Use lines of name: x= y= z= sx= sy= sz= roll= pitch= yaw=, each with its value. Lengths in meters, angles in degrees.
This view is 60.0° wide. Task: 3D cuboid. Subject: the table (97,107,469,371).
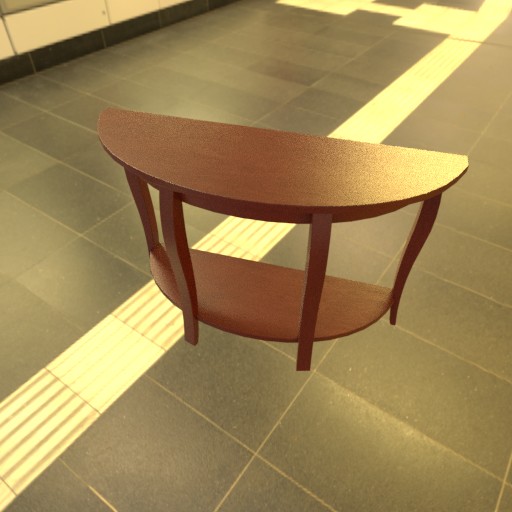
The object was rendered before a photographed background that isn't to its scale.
table: x=0.000 y=0.000 z=1.587 sx=1.219 sy=0.779 sz=0.405 roll=11 pitch=44 yaw=12
